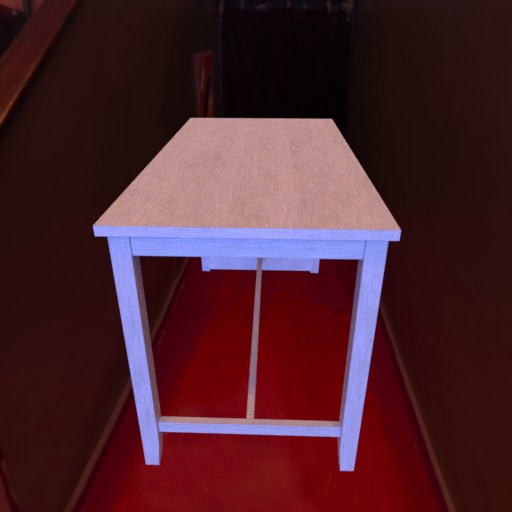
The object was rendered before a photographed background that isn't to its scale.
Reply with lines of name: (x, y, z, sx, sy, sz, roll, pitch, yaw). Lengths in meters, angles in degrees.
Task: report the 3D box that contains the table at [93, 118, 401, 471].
table: (0.000, 0.000, 1.867, 0.729, 0.874, 1.397, 1, 27, 2)
